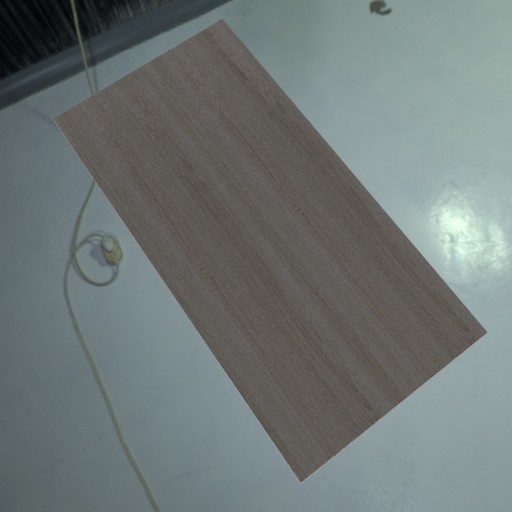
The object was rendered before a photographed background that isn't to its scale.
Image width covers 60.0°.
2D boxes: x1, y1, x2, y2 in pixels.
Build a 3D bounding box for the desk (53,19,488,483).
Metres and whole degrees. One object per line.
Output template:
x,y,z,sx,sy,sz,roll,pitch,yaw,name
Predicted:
0.000,0.000,1.325,0.499,0.660,0.991,-35,78,-9,desk
